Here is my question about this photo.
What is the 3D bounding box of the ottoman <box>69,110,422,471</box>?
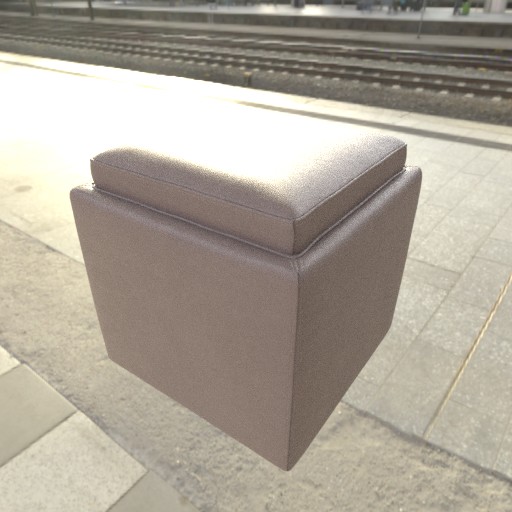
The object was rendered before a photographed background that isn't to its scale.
[{"bbox_3d":[0.000,0.000,0.835,0.451,0.460,0.450,20,37,30],"label":"ottoman"}]
